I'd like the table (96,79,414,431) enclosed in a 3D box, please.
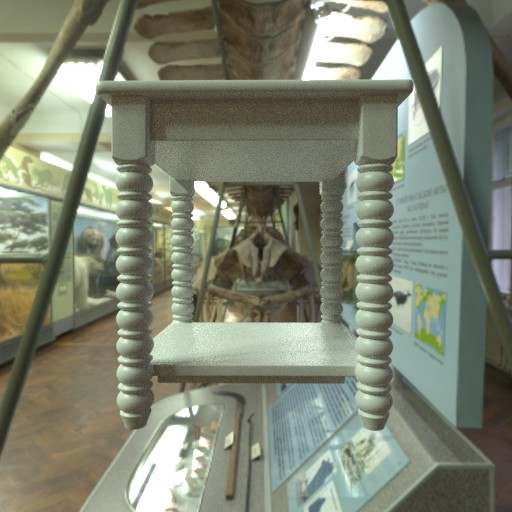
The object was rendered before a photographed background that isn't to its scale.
[{"bbox_3d":[0.000,0.000,0.962,0.500,0.563,0.533,0,1,1],"label":"table"}]
